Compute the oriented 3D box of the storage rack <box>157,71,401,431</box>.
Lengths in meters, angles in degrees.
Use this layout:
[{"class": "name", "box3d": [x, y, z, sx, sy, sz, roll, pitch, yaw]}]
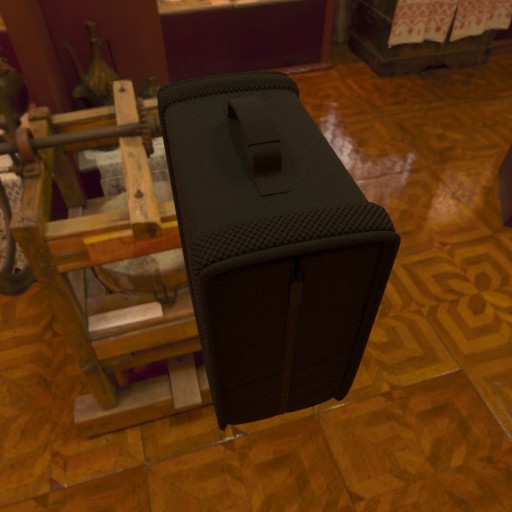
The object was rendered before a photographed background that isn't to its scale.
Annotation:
[{"class": "storage rack", "box3d": [0.000, 0.000, 0.541, 0.168, 0.387, 0.297, -11, 48, -10]}]
